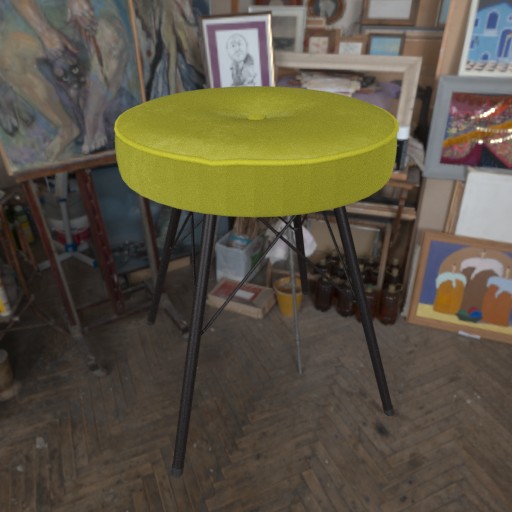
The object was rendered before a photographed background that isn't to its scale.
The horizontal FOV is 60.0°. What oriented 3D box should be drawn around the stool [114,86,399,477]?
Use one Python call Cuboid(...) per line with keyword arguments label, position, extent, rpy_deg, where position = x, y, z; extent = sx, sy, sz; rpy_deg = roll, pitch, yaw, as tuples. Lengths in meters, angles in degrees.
Cuboid(label="stool", position=(0.000, 0.000, 0.775), extent=(0.409, 0.508, 0.409), rpy_deg=(-9, 32, -15))
